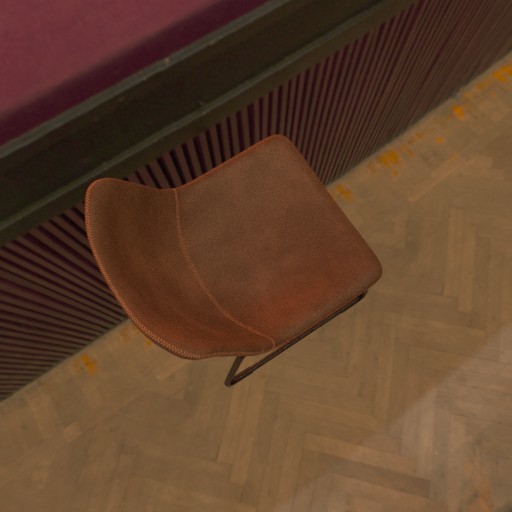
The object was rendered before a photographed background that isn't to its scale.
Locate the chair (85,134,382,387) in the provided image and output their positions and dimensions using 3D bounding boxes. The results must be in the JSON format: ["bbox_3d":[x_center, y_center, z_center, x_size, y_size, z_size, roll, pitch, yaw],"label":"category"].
[{"bbox_3d":[0.000,0.000,1.099,0.551,0.780,0.460,-32,77,-8],"label":"chair"}]
